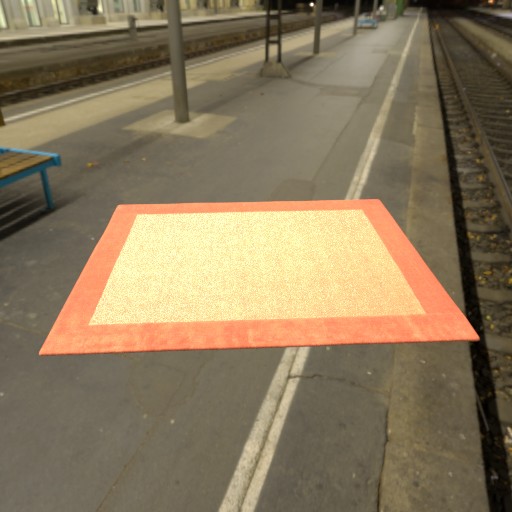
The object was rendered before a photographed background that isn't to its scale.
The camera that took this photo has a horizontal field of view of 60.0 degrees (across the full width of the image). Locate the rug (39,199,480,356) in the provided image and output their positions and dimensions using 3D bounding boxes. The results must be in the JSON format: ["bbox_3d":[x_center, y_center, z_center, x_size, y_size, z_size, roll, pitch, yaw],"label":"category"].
[{"bbox_3d":[0.000,0.000,3.997,2.976,0.018,2.430,-1,30,-3],"label":"rug"}]
